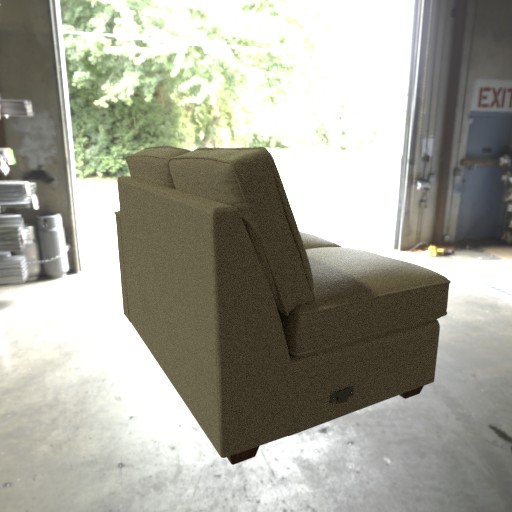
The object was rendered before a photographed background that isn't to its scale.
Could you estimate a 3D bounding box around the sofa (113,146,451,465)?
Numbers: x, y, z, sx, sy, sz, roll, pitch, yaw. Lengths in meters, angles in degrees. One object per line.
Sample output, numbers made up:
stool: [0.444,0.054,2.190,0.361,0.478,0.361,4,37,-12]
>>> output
sofa: [0.000,0.000,2.033,0.991,0.989,1.388,-8,16,-27]
